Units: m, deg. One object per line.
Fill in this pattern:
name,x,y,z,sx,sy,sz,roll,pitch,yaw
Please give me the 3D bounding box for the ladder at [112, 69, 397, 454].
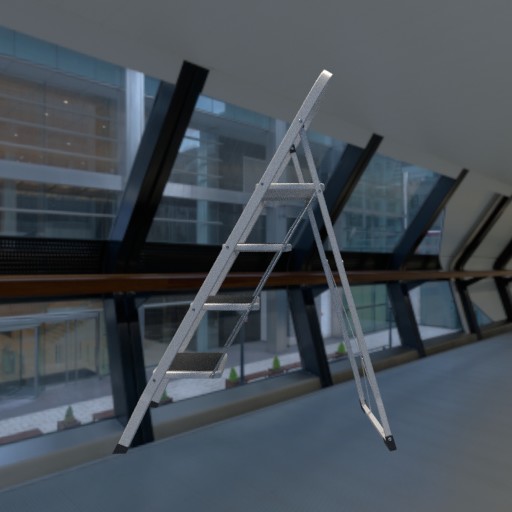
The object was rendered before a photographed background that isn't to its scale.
ladder,0.000,0.000,1.641,0.914,1.265,0.460,0,0,0
